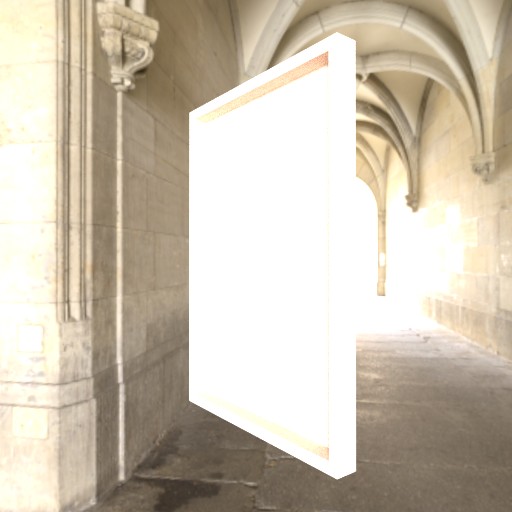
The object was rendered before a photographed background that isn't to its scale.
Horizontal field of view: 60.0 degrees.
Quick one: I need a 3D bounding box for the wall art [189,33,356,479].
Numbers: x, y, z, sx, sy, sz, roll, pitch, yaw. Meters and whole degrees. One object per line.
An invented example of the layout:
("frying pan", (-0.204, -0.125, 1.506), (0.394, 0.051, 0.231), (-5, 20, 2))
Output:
("wall art", (0.000, 0.000, 0.783), (0.038, 0.608, 0.418), (0, 0, -37))
